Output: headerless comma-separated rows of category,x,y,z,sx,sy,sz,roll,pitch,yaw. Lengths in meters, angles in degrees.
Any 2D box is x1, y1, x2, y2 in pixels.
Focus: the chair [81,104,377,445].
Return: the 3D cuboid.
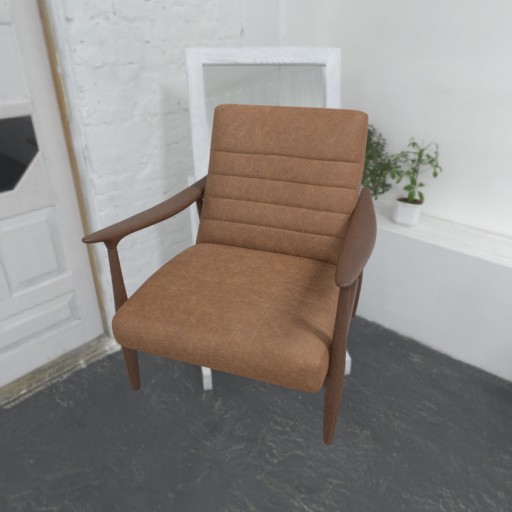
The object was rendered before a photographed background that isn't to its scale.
chair,0.000,0.000,1.458,0.741,0.832,0.798,9,30,17
